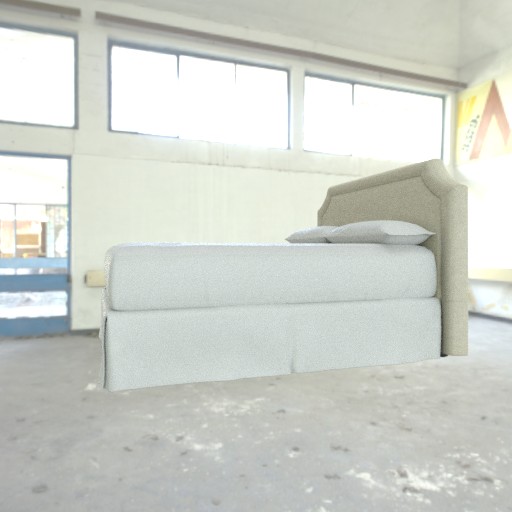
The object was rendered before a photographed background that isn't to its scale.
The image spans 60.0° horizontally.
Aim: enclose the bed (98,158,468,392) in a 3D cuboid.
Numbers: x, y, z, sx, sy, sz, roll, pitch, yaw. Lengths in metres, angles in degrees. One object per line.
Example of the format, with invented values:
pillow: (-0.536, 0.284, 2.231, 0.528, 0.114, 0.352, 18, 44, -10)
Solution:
bed: (0.000, 0.000, 3.221, 2.164, 1.297, 1.828, 0, 1, -19)
